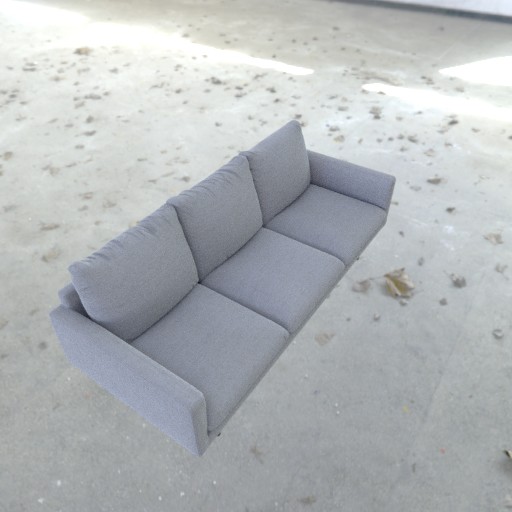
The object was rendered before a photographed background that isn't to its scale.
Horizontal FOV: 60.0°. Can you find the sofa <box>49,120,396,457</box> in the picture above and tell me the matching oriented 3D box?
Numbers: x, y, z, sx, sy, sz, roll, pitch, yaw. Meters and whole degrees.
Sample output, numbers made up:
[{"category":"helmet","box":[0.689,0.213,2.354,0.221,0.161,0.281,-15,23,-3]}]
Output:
[{"category":"sofa","box":[0.000,0.000,2.478,0.850,0.830,2.000,24,46,26]}]
